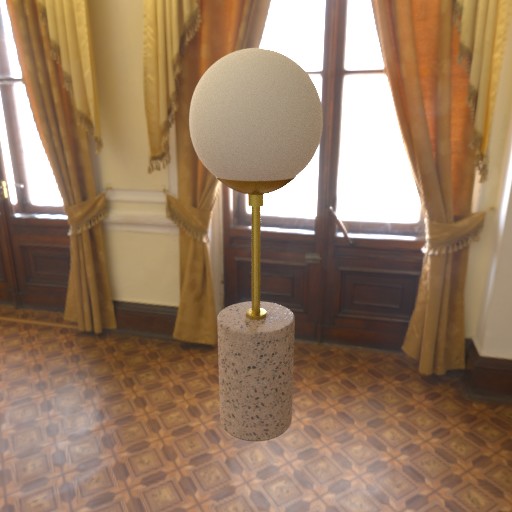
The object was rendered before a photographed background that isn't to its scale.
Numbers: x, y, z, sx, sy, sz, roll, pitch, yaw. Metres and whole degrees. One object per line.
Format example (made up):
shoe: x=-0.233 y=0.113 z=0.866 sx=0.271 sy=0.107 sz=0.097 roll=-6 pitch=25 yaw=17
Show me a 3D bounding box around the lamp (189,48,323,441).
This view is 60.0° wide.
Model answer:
lamp: x=0.000 y=0.000 z=0.561 sx=0.153 sy=0.480 sz=0.153 roll=0 pitch=17 yaw=0
